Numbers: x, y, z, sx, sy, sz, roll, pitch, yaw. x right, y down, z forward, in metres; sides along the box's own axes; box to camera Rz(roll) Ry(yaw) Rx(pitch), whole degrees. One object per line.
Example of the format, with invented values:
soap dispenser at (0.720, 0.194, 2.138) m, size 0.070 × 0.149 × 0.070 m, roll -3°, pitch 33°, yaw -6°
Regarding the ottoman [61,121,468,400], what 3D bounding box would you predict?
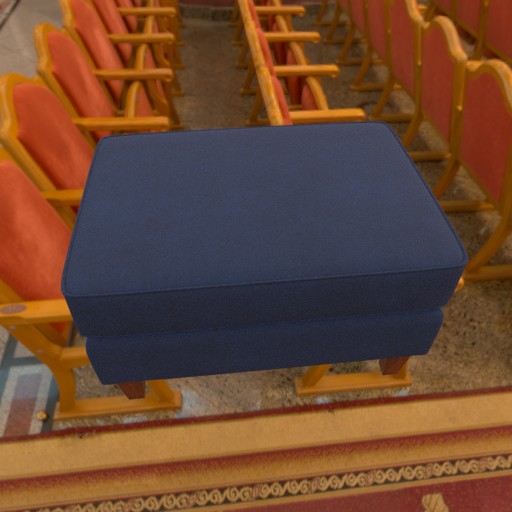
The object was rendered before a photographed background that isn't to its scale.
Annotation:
ottoman at (0.000, 0.000, 1.405) m, size 0.965 × 0.584 × 0.686 m, roll -4°, pitch 46°, yaw -4°
